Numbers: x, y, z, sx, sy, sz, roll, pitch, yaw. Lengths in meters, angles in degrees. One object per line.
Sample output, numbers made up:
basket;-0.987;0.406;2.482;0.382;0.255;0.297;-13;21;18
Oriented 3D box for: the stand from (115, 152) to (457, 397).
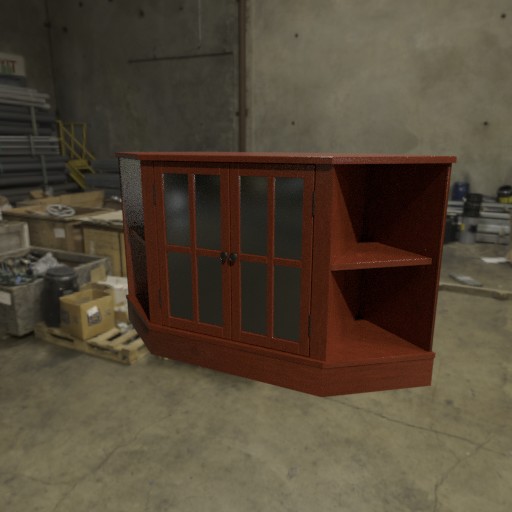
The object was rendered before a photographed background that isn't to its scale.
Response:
stand;0.000;0.000;1.365;1.072;0.614;0.381;7;16;25
